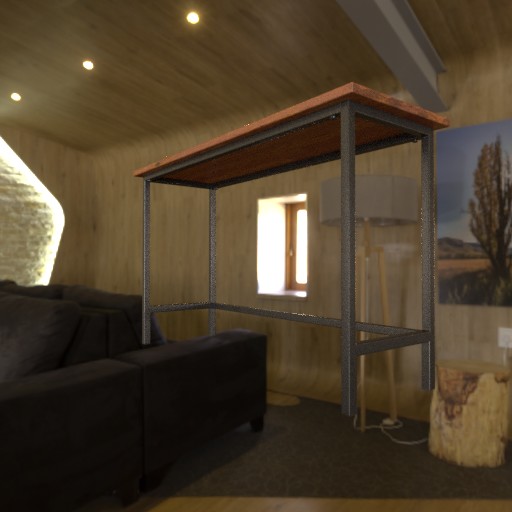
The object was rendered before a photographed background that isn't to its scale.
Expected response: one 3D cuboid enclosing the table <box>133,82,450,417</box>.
[{"bbox_3d":[0.000,0.000,1.556,0.408,0.740,1.204,1,-1,-38],"label":"table"}]
